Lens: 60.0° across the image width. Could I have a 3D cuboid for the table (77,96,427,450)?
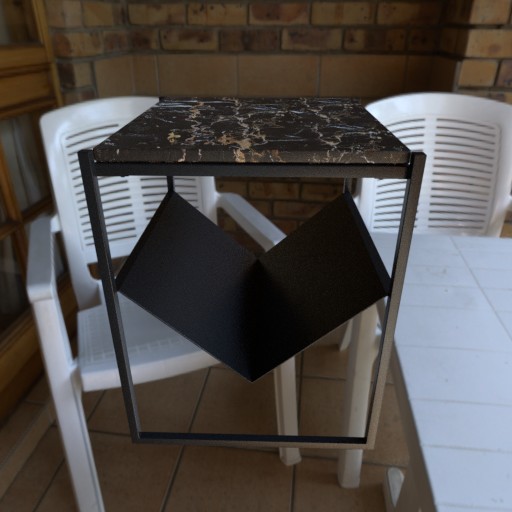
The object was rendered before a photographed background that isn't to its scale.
[{"bbox_3d":[0.000,0.000,0.876,0.432,0.534,0.469,1,28,2],"label":"table"}]
